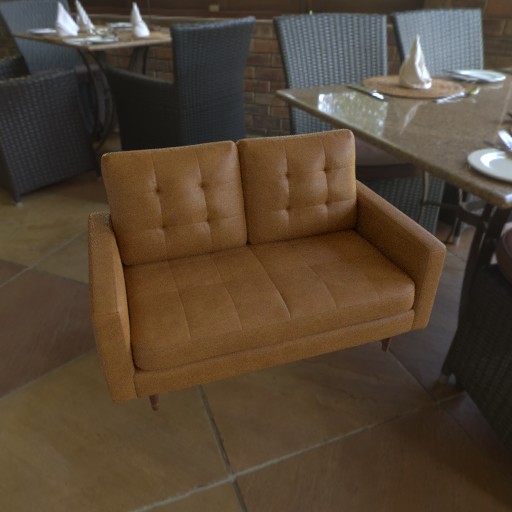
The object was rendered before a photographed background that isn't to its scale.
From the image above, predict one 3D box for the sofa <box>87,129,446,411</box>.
[{"bbox_3d":[0.000,0.000,2.021,1.430,0.898,0.868,-10,33,-15],"label":"sofa"}]
